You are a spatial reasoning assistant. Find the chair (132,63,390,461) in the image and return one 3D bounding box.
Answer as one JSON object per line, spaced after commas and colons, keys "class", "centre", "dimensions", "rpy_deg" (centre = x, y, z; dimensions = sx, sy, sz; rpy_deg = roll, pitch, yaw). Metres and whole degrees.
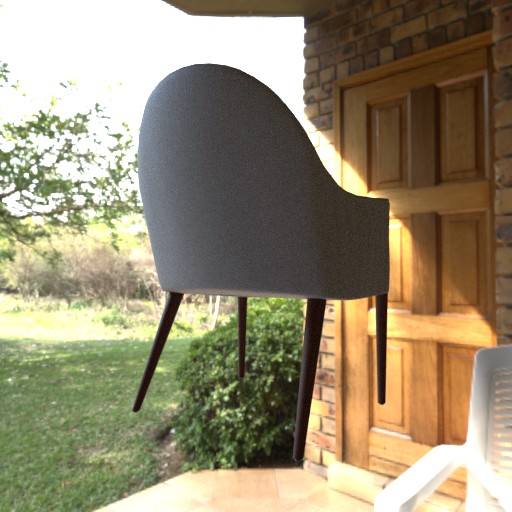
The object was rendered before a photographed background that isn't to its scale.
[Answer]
{"class": "chair", "centre": [0.000, 0.000, 1.287], "dimensions": [0.610, 0.889, 0.620], "rpy_deg": [-1, -2, 36]}
